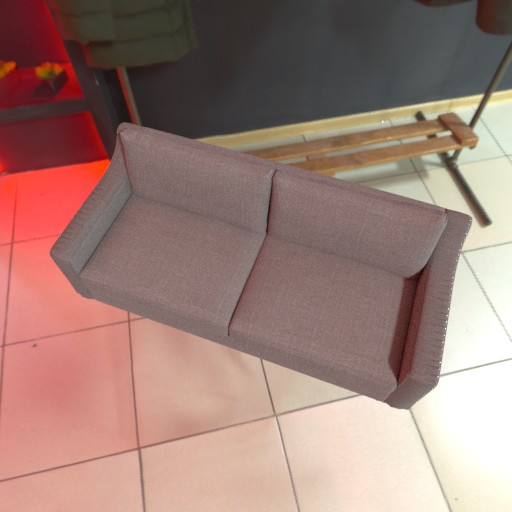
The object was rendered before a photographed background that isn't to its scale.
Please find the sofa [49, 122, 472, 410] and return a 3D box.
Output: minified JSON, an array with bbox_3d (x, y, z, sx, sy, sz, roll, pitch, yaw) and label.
[{"bbox_3d":[0.000,0.000,2.652,2.208,0.857,1.000,17,60,10],"label":"sofa"}]
